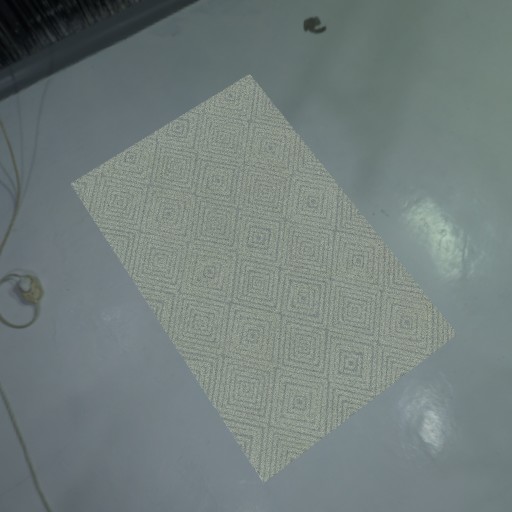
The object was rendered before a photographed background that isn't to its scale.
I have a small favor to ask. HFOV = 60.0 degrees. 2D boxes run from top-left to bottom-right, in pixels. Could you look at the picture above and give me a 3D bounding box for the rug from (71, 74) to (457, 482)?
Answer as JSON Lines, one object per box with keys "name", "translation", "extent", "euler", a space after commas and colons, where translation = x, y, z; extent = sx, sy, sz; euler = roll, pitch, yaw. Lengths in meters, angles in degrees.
{"name": "rug", "translation": [0.000, 0.000, 2.232], "extent": [1.143, 0.008, 1.753], "euler": [-34, 79, -8]}
